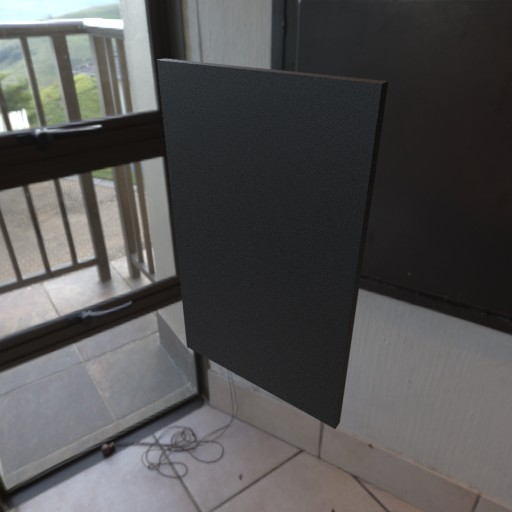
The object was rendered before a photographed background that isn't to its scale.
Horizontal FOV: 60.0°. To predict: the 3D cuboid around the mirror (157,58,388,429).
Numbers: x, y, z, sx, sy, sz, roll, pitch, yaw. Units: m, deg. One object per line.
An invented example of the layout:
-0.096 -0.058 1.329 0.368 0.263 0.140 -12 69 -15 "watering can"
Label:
0.000 0.000 1.555 0.762 1.219 0.038 20 36 31 "mirror"
